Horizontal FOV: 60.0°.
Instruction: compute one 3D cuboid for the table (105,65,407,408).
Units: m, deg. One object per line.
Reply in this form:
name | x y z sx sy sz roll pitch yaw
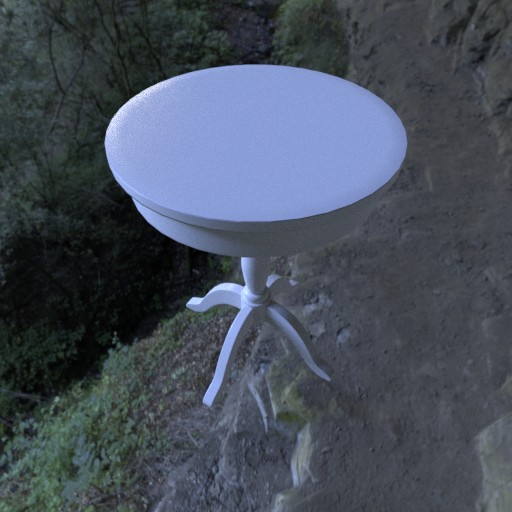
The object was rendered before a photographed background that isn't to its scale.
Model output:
table | 0.000 0.000 1.004 0.513 0.653 0.513 0 45 0
